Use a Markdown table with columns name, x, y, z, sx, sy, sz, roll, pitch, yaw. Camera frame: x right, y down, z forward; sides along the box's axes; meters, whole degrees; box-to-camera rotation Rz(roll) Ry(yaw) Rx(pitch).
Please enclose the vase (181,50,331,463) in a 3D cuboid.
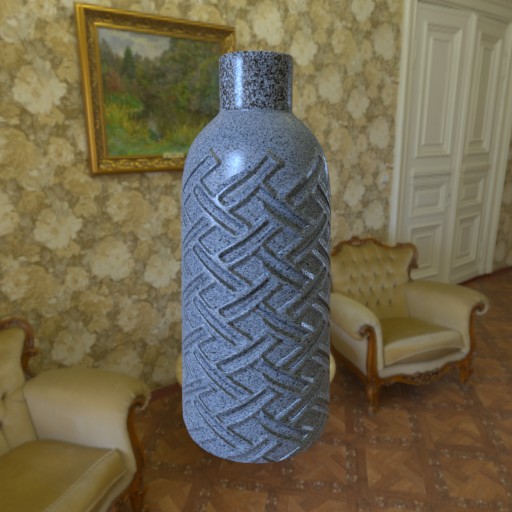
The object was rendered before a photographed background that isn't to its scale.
| name | x | y | z | sx | sy | sz | roll | pitch | yaw |
| --- | --- | --- | --- | --- | --- | --- | --- | --- | --- |
| vase | 0.000 | 0.000 | 0.341 | 0.122 | 0.282 | 0.122 | 0 | 14 | 0 |
